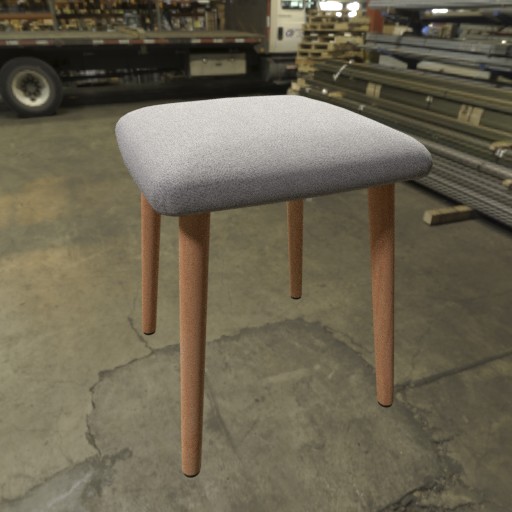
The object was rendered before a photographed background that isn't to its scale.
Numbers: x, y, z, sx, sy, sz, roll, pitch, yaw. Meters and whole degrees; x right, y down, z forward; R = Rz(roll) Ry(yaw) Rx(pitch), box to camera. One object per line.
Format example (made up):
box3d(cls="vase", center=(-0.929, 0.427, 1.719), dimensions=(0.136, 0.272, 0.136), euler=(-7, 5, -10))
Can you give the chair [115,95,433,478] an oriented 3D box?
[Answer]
box3d(cls="chair", center=(0.000, 0.000, 0.686), dimensions=(0.350, 0.440, 0.350), euler=(-11, 32, -19))
